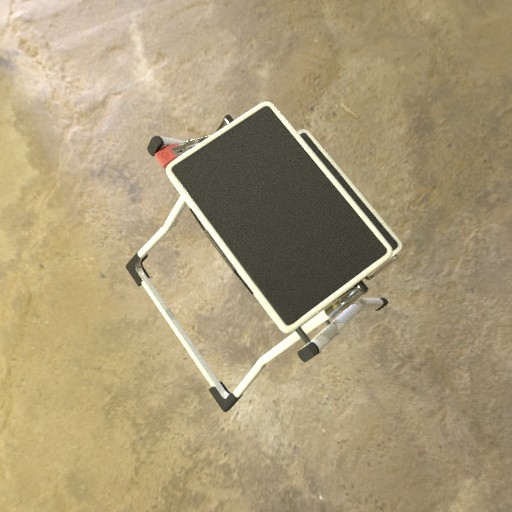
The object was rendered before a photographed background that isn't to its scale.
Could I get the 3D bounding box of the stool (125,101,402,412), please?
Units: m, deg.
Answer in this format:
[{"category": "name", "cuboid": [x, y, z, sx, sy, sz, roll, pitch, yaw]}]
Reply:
[{"category": "stool", "cuboid": [0.000, 0.000, 0.870, 0.490, 0.445, 0.485, -35, 79, -8]}]
